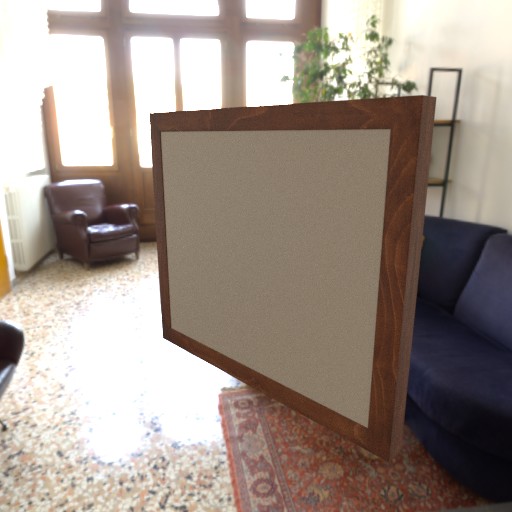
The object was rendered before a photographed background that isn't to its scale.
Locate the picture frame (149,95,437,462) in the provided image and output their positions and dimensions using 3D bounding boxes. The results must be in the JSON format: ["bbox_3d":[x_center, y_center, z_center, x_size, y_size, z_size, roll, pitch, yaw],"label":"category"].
[{"bbox_3d":[0.000,0.000,0.517,0.381,0.330,0.025,15,21,43],"label":"picture frame"}]
